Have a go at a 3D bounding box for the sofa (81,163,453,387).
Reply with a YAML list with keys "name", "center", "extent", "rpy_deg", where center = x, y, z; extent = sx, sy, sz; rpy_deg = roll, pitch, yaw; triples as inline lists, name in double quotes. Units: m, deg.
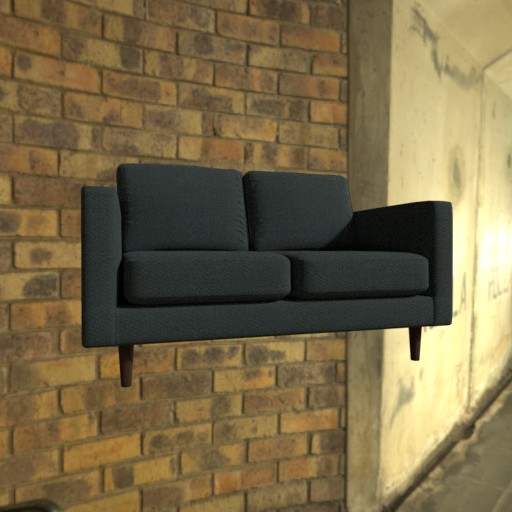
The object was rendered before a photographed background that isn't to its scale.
- name: "sofa"
  center: [0.000, 0.000, 2.135]
  extent: [1.518, 0.930, 0.999]
  rpy_deg: [0, 1, -18]
